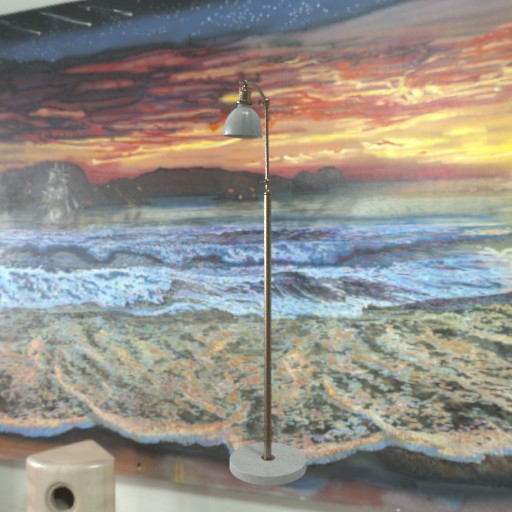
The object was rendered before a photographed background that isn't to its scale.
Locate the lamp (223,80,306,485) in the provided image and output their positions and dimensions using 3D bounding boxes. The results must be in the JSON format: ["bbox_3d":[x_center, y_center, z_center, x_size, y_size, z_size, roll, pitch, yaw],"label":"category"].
[{"bbox_3d":[0.000,0.000,1.825,0.288,1.586,0.599,0,-1,-17],"label":"lamp"}]
